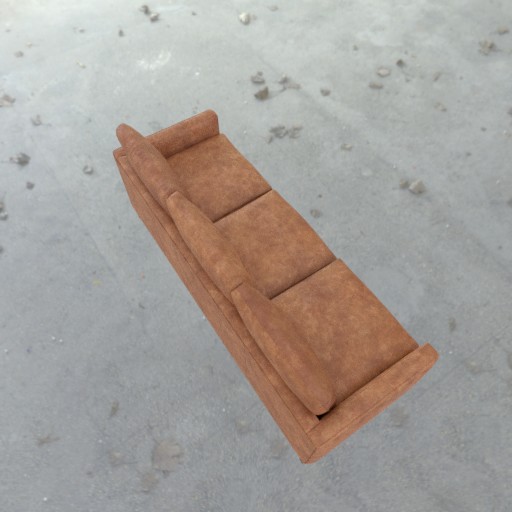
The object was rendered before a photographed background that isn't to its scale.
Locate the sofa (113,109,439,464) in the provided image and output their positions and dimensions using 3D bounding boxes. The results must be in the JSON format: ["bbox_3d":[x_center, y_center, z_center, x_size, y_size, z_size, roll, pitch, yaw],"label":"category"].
[{"bbox_3d":[0.000,0.000,2.471,0.748,0.863,2.029,-29,62,-17],"label":"sofa"}]
